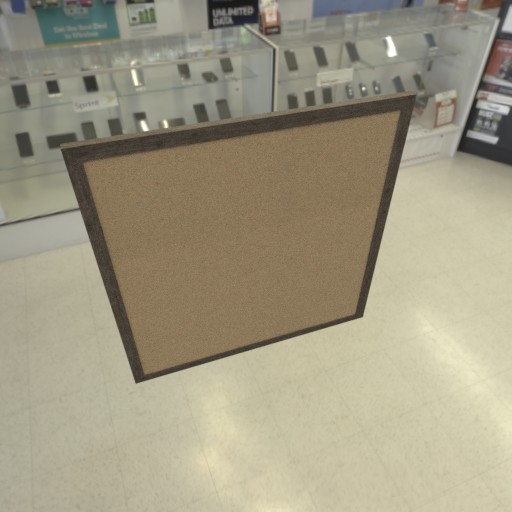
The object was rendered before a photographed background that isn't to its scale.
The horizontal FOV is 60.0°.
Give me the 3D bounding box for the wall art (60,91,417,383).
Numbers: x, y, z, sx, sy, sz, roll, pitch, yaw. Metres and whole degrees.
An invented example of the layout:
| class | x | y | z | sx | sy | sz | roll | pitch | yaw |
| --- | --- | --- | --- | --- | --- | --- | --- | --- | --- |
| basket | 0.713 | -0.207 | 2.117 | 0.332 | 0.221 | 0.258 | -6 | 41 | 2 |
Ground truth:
| class | x | y | z | sx | sy | sz | roll | pitch | yaw |
| --- | --- | --- | --- | --- | --- | --- | --- | --- | --- |
| wall art | 0.000 | 0.000 | 0.696 | 0.457 | 0.457 | 0.013 | -13 | 43 | -15 |
